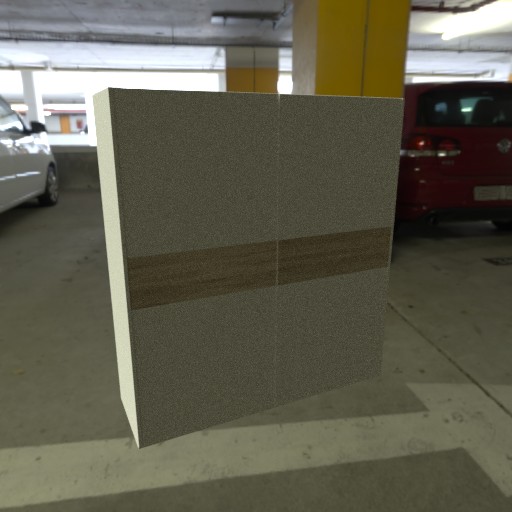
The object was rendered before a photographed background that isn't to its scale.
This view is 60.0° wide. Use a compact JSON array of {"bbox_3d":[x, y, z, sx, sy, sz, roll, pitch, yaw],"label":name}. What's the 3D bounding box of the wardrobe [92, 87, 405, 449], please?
[{"bbox_3d":[0.000,0.000,2.986,1.830,2.020,0.600,-8,18,-25],"label":"wardrobe"}]
